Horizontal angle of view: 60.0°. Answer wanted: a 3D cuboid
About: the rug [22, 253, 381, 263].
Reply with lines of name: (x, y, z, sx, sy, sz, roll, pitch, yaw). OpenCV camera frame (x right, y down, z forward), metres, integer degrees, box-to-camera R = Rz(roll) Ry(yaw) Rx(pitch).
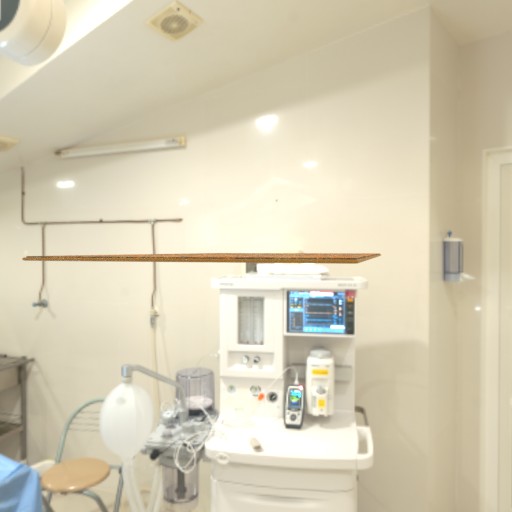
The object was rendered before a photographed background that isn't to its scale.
rug: (0.000, 0.000, 1.076, 0.557, 0.008, 0.863, 0, 1, 18)
